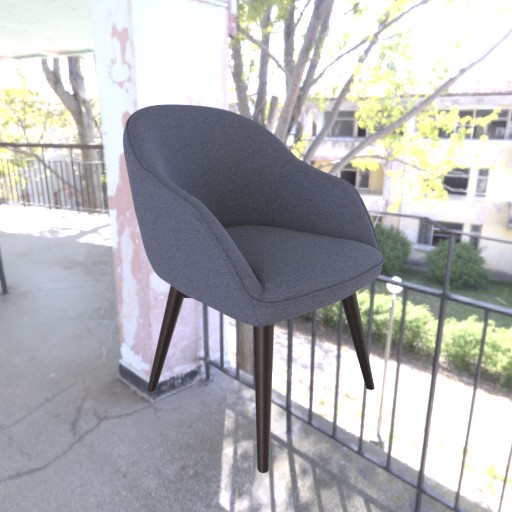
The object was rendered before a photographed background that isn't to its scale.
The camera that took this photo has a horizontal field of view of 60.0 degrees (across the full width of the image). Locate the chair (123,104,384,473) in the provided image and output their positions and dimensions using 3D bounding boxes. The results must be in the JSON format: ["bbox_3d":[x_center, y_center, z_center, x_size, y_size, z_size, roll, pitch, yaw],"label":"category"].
[{"bbox_3d":[0.000,0.000,1.220,0.611,0.810,0.589,15,22,42],"label":"chair"}]
